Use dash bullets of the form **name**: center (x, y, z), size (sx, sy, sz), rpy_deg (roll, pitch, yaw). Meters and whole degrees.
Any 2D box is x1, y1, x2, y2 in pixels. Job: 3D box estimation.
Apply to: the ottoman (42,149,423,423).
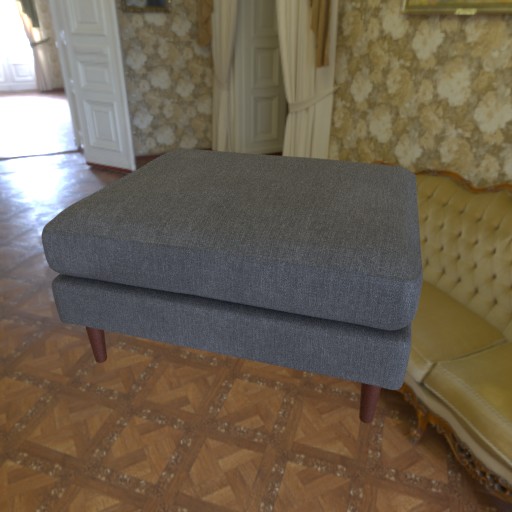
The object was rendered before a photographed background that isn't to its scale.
- **ottoman**: center (0.000, 0.000, 1.241), size (0.821, 0.474, 0.693), rpy_deg (8, 29, 15)
